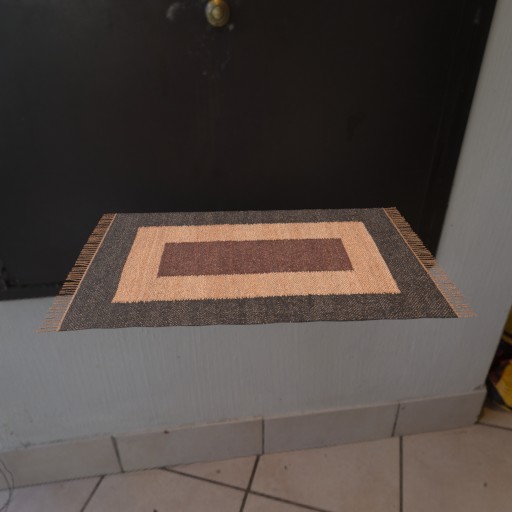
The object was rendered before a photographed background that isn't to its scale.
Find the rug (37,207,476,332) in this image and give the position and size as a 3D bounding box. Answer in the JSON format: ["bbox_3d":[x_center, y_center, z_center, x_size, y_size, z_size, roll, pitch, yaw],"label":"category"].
[{"bbox_3d":[0.000,0.000,1.919,1.541,0.013,0.920,-1,31,-2],"label":"rug"}]
